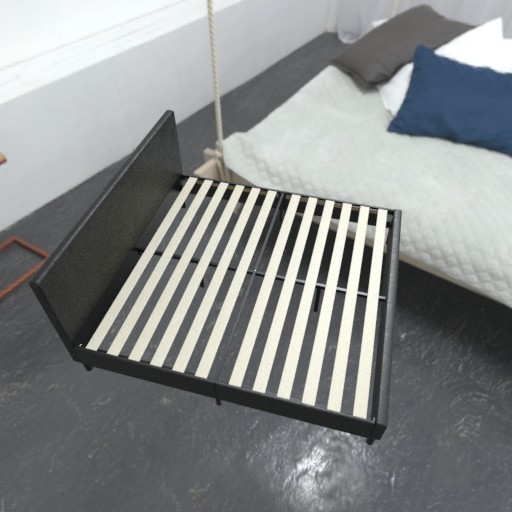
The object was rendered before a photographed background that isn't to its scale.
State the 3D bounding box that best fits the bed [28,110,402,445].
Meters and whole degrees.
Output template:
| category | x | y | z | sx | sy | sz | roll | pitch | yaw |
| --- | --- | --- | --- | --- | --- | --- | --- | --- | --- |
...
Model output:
| category | x | y | z | sx | sy | sz | roll | pitch | yaw |
| --- | --- | --- | --- | --- | --- | --- | --- | --- | --- |
| bed | 0.000 | 0.000 | 3.365 | 2.152 | 1.046 | 2.018 | 11 | 48 | 10 |
